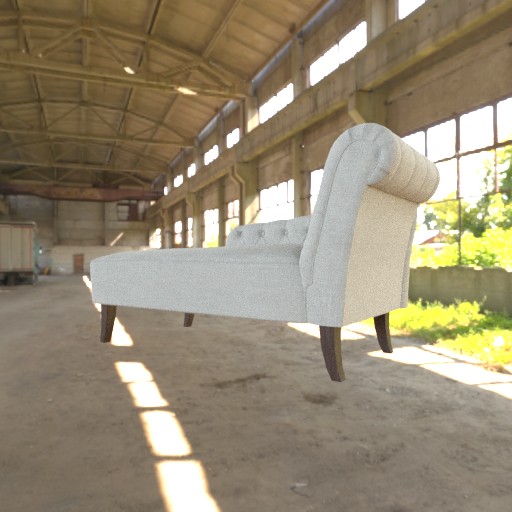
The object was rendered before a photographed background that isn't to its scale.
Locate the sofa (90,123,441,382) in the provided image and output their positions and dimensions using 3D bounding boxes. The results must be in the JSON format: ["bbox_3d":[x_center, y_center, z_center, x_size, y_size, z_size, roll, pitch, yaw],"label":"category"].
[{"bbox_3d":[0.000,0.000,1.884,1.379,0.787,0.675,0,0,35],"label":"sofa"}]
